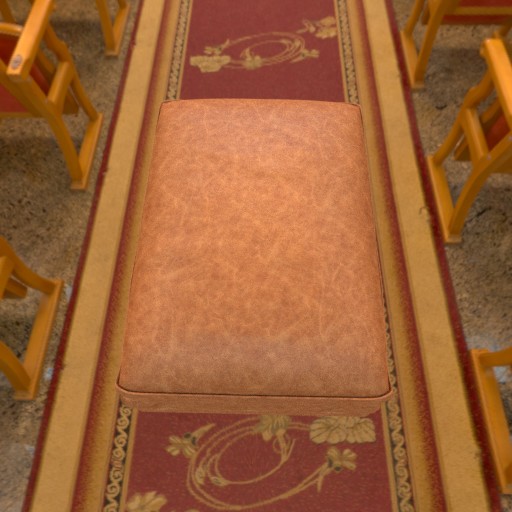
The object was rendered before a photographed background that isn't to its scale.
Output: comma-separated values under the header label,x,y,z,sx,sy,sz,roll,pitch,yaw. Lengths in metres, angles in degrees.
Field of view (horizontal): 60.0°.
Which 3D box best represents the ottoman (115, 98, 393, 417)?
label,x,y,z,sx,sy,sz,roll,pitch,yaw
ottoman,0.000,0.000,1.072,0.533,0.480,0.710,1,63,1
